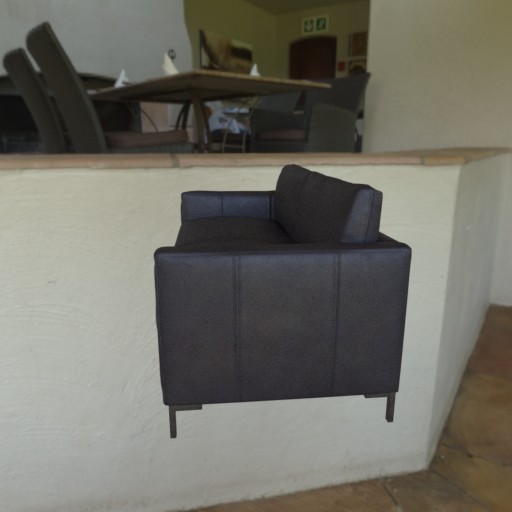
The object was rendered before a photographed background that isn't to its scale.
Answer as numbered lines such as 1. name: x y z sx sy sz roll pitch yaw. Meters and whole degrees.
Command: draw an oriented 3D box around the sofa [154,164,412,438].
1. sofa: 0.000 0.000 2.335 0.947 0.883 1.805 -2 15 -8
